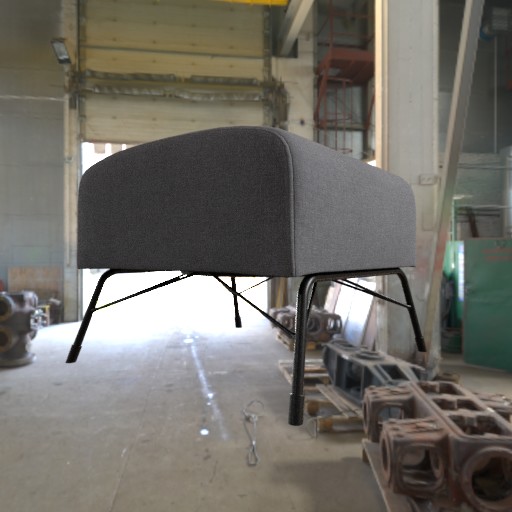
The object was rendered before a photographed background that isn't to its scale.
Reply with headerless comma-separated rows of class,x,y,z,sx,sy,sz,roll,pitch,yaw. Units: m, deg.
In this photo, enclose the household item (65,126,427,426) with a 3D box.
household item,0.000,0.000,0.904,0.530,0.410,0.530,0,0,37
